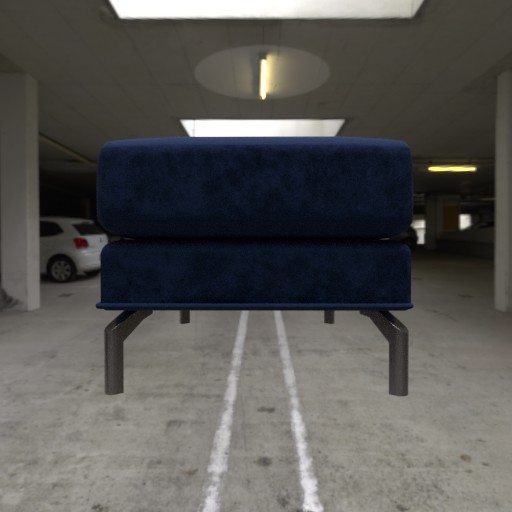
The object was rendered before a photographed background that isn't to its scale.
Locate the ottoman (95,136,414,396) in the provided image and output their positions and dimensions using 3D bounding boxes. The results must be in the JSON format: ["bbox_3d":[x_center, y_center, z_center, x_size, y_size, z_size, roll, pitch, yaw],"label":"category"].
[{"bbox_3d":[0.000,0.000,1.207,0.587,0.498,0.835,0,1,0],"label":"ottoman"}]
